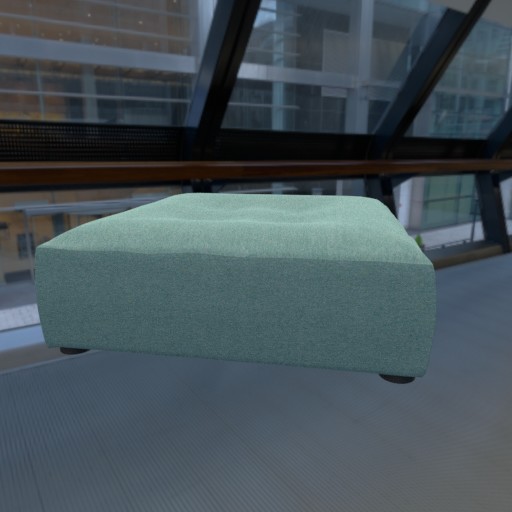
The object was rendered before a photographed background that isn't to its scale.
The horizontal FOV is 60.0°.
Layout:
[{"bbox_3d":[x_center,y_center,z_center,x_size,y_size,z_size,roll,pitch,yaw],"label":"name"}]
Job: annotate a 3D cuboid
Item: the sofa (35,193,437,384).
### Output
[{"bbox_3d":[0.000,0.000,1.449,0.930,0.330,0.930,2,14,10],"label":"sofa"}]
